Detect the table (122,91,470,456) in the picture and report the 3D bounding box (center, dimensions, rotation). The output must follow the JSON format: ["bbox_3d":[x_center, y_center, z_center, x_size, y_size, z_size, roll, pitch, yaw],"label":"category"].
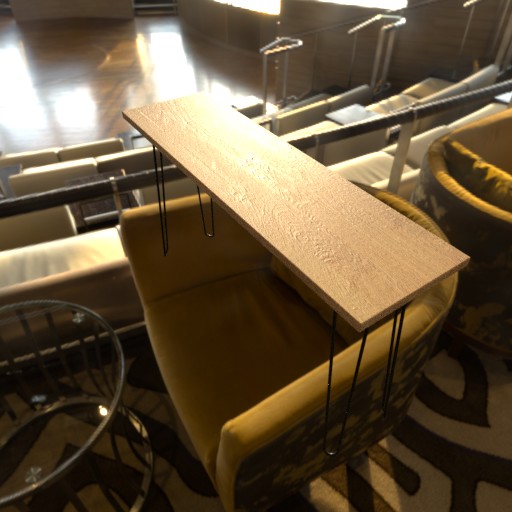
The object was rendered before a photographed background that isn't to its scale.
[{"bbox_3d":[0.000,0.000,1.769,0.399,0.799,1.400,-25,47,-25],"label":"table"}]
